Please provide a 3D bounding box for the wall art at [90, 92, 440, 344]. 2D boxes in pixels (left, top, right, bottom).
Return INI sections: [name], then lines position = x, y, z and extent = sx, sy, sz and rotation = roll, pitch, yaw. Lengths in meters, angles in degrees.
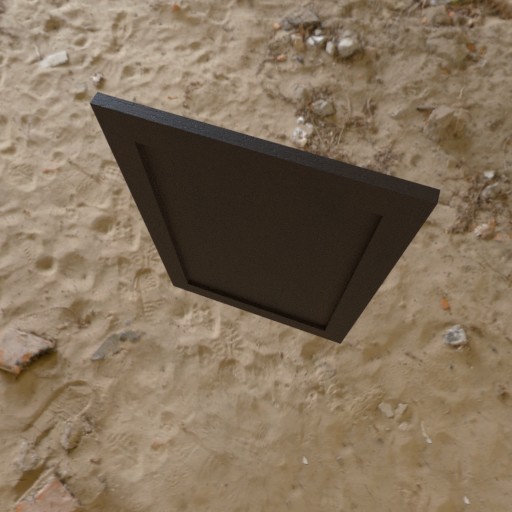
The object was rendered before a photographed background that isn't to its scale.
[wall art]
position = 0.000, 0.000, 0.666
extent = 0.359, 0.513, 0.017
rotation = 18, 66, 8
